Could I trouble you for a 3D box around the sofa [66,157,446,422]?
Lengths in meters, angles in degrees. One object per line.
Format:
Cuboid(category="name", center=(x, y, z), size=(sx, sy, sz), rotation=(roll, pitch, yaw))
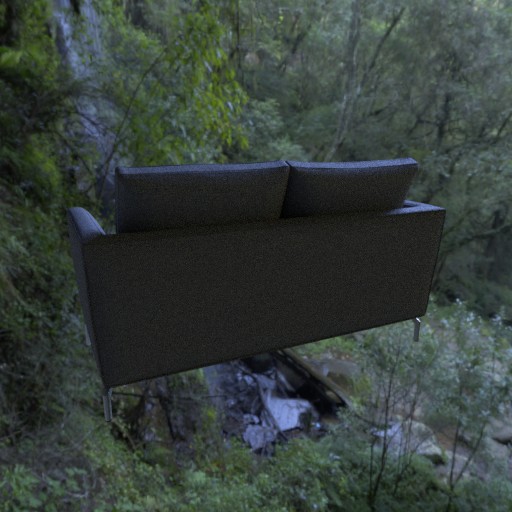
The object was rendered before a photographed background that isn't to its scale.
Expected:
Cuboid(category="sofa", center=(0.000, 0.000, 2.116), size=(1.594, 0.924, 0.803), rotation=(-7, 17, -25))
